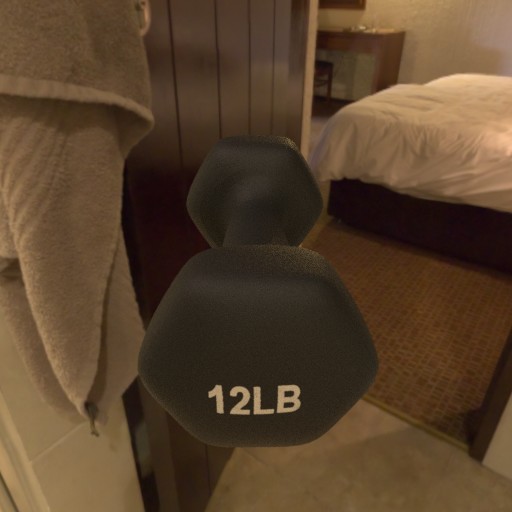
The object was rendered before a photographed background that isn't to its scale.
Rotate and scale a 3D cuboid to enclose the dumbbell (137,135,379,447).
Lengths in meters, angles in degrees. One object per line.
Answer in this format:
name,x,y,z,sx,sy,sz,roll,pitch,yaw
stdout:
dumbbell,0.000,0.000,0.285,0.112,0.101,0.231,0,31,0
